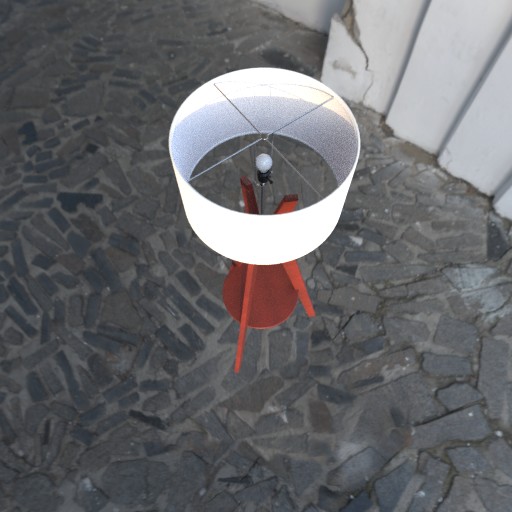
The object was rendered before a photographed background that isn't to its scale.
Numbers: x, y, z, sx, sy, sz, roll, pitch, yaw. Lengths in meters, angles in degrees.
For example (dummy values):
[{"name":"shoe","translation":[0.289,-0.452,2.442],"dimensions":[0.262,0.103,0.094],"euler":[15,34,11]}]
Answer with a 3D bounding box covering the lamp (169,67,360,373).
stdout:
[{"name":"lamp","translation":[0.000,0.000,1.769],"dimensions":[0.539,1.472,0.542],"euler":[-33,68,-15]}]
